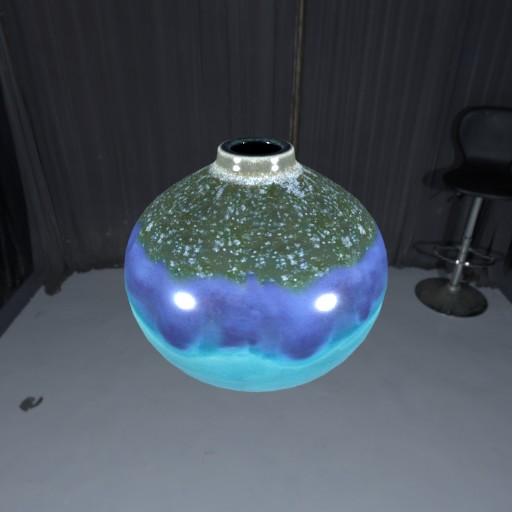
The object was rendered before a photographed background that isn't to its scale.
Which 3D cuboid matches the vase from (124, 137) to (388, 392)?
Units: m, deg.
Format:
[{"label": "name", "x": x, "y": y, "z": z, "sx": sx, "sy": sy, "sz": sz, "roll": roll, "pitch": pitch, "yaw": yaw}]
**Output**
[{"label": "vase", "x": 0.000, "y": 0.000, "z": 0.266, "sx": 0.154, "sy": 0.133, "sz": 0.154, "roll": 0, "pitch": 30, "yaw": 0}]
